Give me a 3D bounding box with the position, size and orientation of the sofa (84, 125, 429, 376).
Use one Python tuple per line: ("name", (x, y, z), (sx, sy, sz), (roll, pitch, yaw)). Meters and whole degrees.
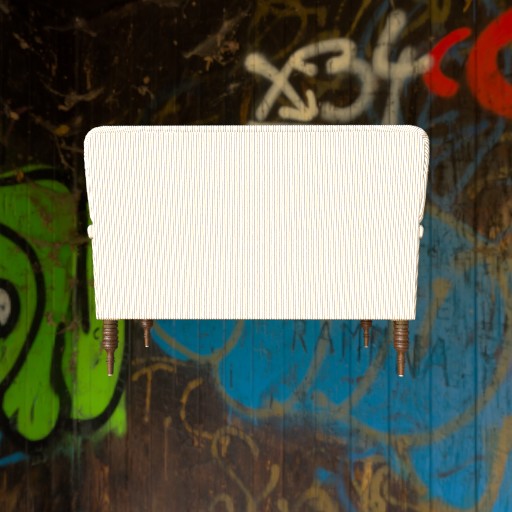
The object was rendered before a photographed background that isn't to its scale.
("sofa", (0.000, 0.000, 1.887), (1.297, 0.889, 0.779), (0, 0, 1))
